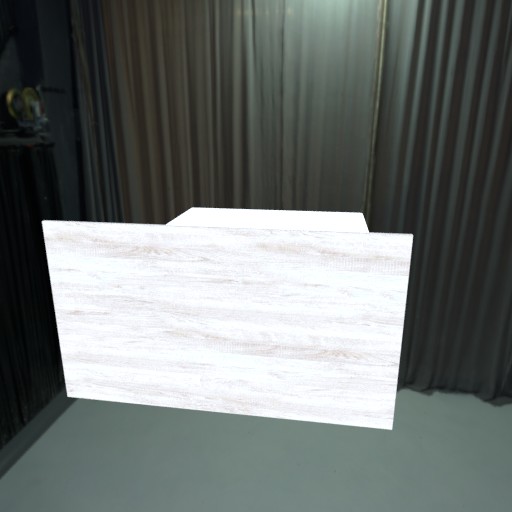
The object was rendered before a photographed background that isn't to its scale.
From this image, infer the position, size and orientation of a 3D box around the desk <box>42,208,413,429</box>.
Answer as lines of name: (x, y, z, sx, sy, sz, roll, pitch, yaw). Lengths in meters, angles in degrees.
desk: (0.000, 0.000, 2.649, 1.400, 0.800, 1.900, 3, 17, 9)
